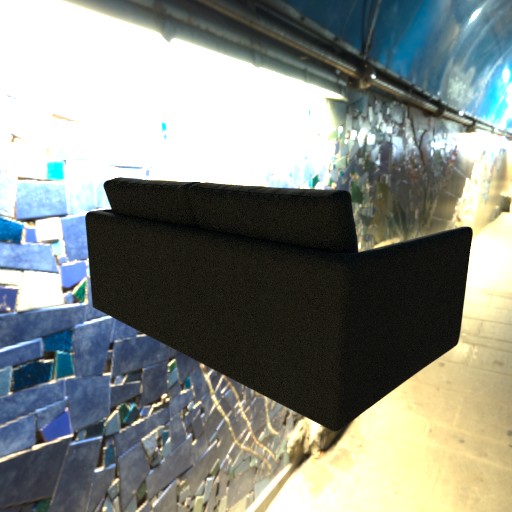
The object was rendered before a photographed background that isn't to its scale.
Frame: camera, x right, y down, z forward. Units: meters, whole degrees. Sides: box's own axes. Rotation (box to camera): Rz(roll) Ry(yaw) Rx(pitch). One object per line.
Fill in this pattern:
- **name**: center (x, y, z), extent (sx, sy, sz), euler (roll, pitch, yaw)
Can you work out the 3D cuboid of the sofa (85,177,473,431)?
- **sofa**: center (0.000, 0.000, 2.469), extent (1.091, 0.845, 1.909), euler (-12, 17, -44)
